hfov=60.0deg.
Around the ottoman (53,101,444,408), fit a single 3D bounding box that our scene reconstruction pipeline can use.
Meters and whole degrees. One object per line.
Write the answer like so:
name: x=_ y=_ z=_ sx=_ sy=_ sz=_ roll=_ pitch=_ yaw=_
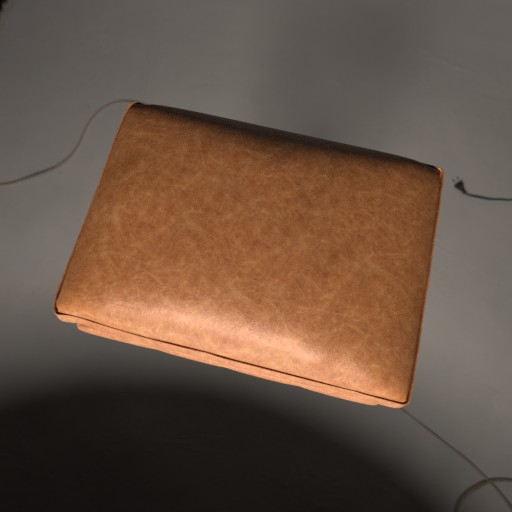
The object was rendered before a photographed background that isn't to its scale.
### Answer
ottoman: x=0.000 y=0.000 z=1.048 sx=0.710 sy=0.480 sz=0.533 roll=14 pitch=75 yaw=4
